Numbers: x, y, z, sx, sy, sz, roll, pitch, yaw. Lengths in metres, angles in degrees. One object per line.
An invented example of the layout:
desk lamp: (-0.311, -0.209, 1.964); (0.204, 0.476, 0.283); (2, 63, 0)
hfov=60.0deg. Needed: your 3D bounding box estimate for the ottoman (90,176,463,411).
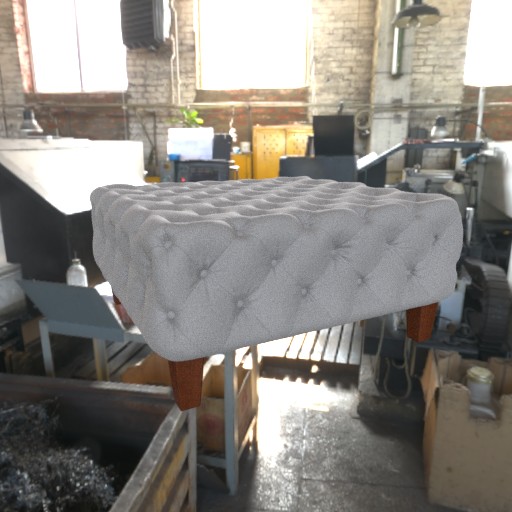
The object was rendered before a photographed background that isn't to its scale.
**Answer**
ottoman: (0.000, 0.000, 1.205); (0.764, 0.365, 0.758); (-8, 17, -27)
